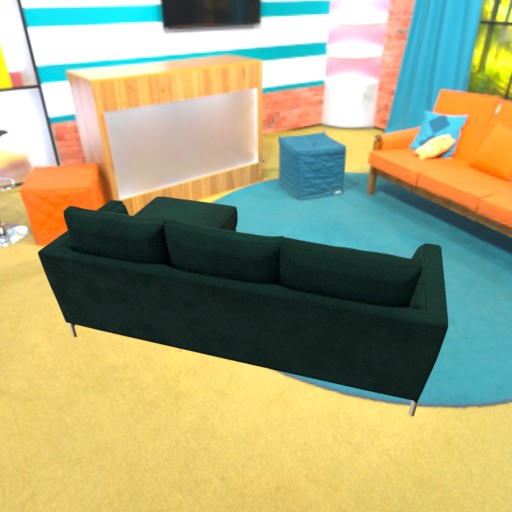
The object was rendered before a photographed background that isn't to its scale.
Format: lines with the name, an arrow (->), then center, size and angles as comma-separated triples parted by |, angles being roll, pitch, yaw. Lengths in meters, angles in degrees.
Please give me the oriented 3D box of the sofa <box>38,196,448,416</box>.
sofa -> 0.000, 0.000, 3.203 | 2.441, 1.007, 1.489 | 9, 33, 15
